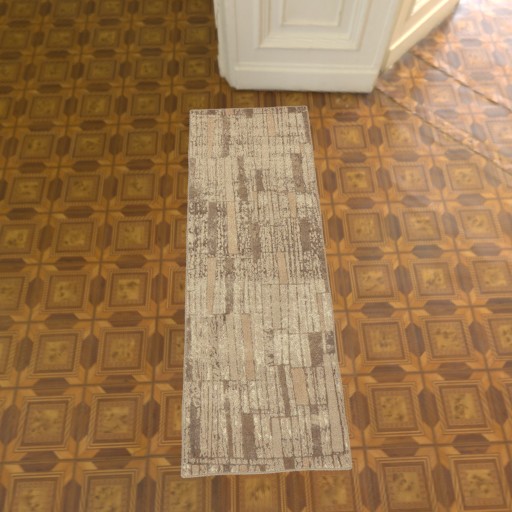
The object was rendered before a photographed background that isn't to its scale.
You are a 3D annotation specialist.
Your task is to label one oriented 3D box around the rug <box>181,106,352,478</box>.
[{"bbox_3d":[0.000,0.000,2.701,0.857,0.018,2.383,-2,65,-1],"label":"rug"}]
